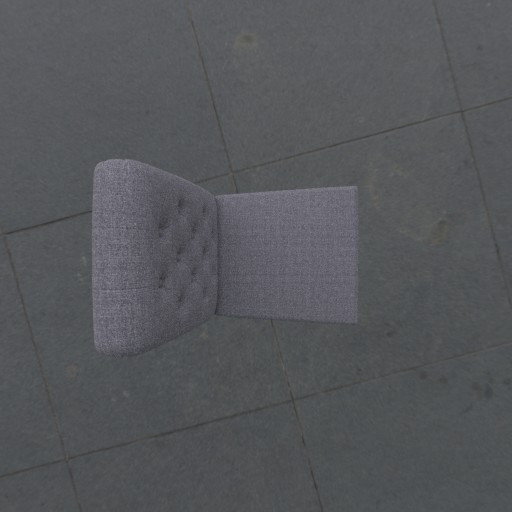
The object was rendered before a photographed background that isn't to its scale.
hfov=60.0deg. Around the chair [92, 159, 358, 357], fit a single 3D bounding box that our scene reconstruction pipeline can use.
[{"bbox_3d":[0.000,0.000,1.377,0.671,1.006,0.456,0,91,0],"label":"chair"}]
